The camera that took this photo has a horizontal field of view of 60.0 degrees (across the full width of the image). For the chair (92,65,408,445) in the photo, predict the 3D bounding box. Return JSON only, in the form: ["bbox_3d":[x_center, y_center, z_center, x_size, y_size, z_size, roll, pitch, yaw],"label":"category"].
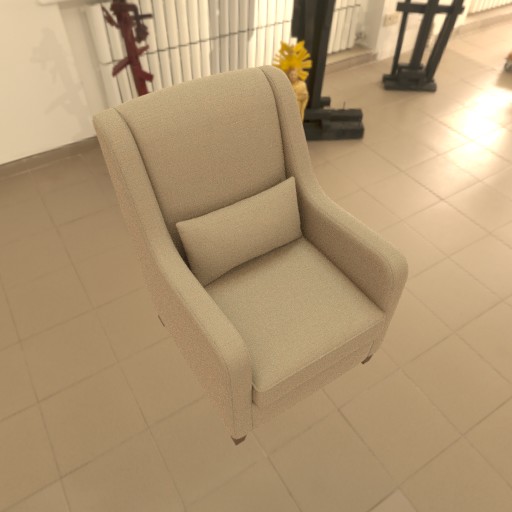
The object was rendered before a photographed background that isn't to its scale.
[{"bbox_3d":[0.000,0.000,1.653,0.715,1.017,0.896,-25,52,-22],"label":"chair"}]
